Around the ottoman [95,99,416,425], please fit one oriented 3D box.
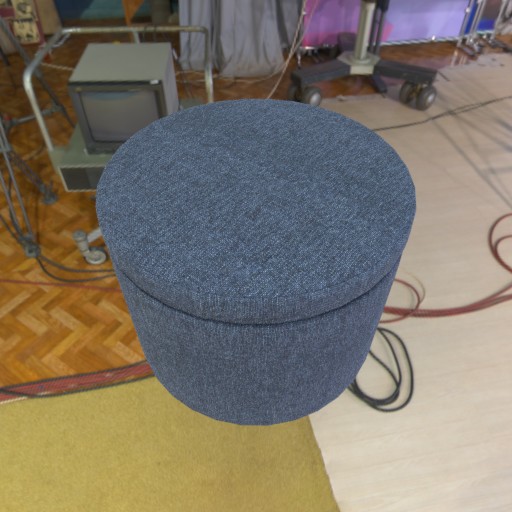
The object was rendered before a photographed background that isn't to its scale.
[{"bbox_3d":[0.000,0.000,0.840,0.500,0.419,0.500,0,47,0],"label":"ottoman"}]
